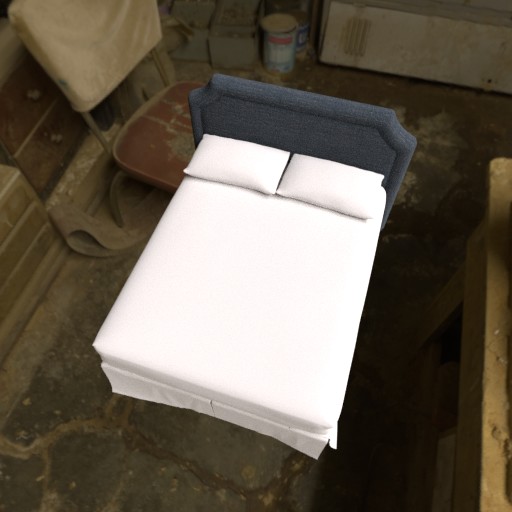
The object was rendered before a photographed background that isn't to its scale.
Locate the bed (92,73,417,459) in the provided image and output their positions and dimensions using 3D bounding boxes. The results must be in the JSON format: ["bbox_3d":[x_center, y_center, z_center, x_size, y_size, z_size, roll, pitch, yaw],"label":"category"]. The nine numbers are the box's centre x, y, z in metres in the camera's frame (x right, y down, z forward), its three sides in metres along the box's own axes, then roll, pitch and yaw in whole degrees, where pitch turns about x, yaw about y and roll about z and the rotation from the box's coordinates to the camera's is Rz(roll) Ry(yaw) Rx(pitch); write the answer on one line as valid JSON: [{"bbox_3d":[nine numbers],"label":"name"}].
[{"bbox_3d":[0.000,0.000,3.240,1.828,1.297,2.208,15,59,10],"label":"bed"}]
